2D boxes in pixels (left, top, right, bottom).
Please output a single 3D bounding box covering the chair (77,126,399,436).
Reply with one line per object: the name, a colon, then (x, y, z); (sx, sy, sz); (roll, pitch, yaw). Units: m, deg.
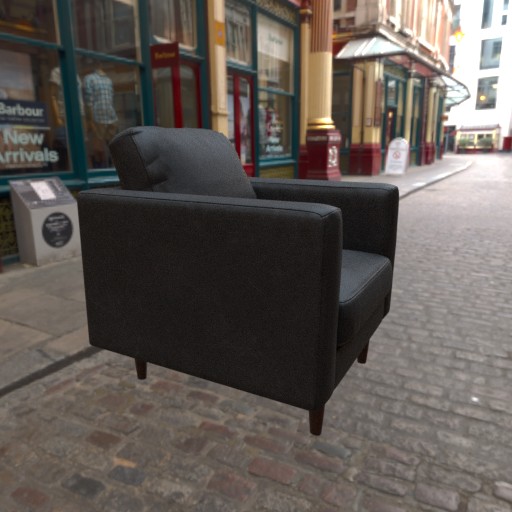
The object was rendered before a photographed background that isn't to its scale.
chair: (0.000, 0.000, 1.594); (0.879, 0.898, 0.831); (7, 16, 27)
